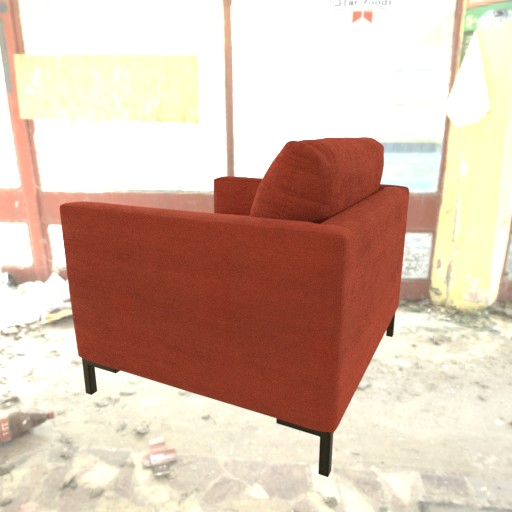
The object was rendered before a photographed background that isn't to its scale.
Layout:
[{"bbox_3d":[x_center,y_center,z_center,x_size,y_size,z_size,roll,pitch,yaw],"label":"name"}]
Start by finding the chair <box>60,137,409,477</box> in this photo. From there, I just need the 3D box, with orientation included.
[{"bbox_3d":[0.000,0.000,1.562,0.875,0.812,0.964,8,17,26],"label":"chair"}]
